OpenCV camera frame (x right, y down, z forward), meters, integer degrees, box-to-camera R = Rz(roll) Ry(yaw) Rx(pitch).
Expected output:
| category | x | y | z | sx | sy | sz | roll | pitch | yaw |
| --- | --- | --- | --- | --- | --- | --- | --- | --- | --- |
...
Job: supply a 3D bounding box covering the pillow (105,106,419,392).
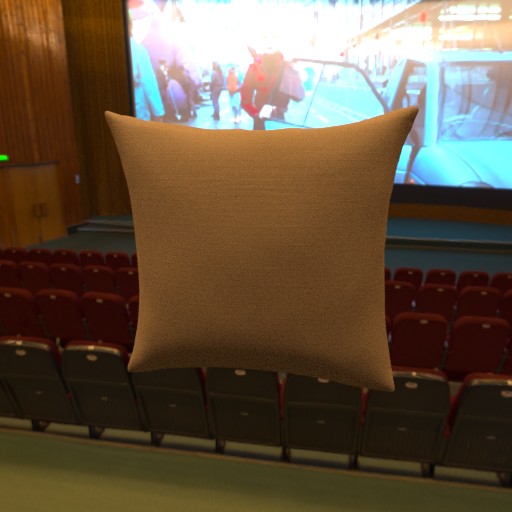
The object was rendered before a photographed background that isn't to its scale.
| category | x | y | z | sx | sy | sz | roll | pitch | yaw |
| --- | --- | --- | --- | --- | --- | --- | --- | --- | --- |
| pillow | 0.000 | 0.000 | 0.783 | 0.512 | 0.497 | 0.204 | 2 | 16 | 8 |
